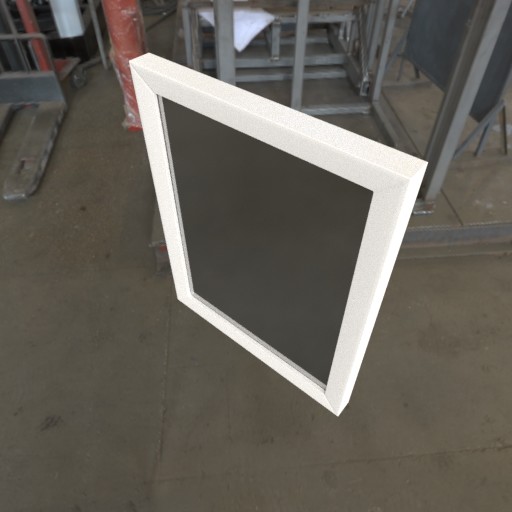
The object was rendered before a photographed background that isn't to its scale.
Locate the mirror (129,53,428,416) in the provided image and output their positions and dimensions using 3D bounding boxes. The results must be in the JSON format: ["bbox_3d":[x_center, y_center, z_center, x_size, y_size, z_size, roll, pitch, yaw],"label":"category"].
[{"bbox_3d":[0.000,0.000,0.690,0.405,0.508,0.041,31,54,26],"label":"mirror"}]
